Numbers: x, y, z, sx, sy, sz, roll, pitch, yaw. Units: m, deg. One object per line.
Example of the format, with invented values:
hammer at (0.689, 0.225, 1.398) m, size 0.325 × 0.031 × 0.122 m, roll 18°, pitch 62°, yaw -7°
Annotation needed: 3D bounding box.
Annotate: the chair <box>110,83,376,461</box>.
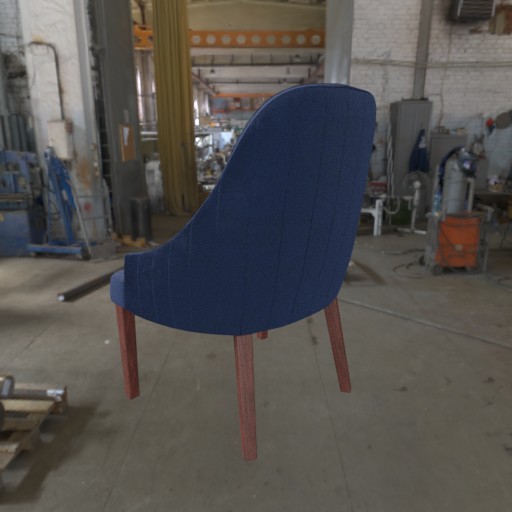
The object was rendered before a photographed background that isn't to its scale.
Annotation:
chair at (0.000, 0.000, 1.271) m, size 0.643 × 0.889 × 0.575 m, roll -15°, pitch 22°, yaw -43°
